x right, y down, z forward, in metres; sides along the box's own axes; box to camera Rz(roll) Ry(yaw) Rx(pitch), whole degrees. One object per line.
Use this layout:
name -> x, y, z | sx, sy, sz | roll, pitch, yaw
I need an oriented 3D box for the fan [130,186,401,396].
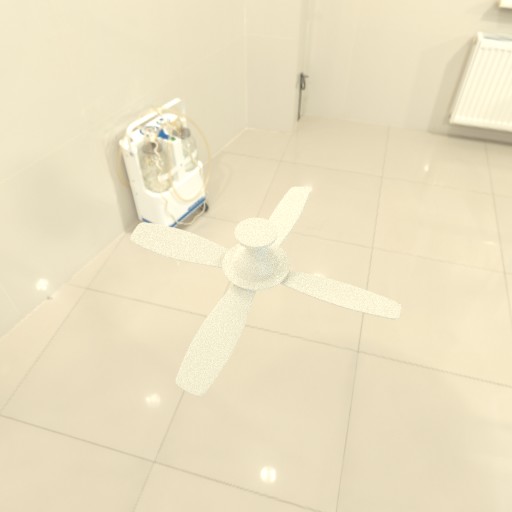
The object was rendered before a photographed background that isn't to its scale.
fan -> 0.000, 0.000, 2.547 | 1.693, 0.382, 1.694 | 17, 48, 15
